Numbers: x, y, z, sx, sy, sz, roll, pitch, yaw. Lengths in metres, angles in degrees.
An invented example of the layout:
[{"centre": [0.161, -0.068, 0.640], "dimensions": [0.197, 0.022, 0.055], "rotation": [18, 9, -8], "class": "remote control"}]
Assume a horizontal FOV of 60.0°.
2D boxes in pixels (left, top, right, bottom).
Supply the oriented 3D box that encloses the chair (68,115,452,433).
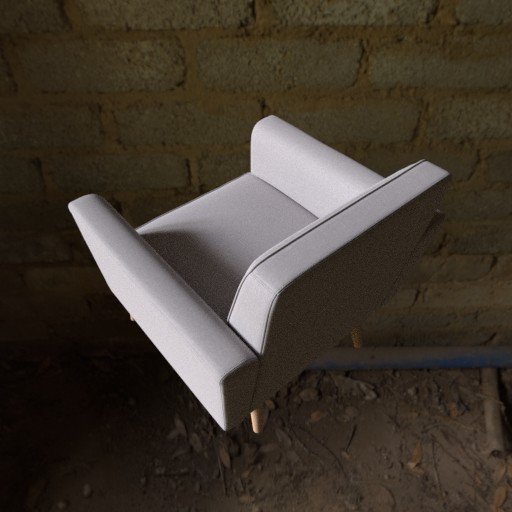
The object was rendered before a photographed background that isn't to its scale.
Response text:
[{"centre": [0.000, 0.000, 1.350], "dimensions": [0.780, 0.780, 0.750], "rotation": [-31, 54, -27], "class": "chair"}]
